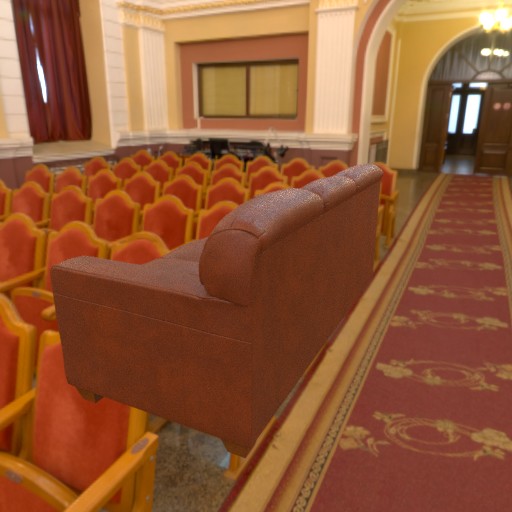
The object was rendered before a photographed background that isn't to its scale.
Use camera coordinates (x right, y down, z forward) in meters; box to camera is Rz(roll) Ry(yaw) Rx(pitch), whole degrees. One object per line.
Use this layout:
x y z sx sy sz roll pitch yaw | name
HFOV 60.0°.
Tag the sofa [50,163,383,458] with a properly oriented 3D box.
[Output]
0.000 0.000 2.538 1.008 0.953 2.039 8 19 25 | sofa
